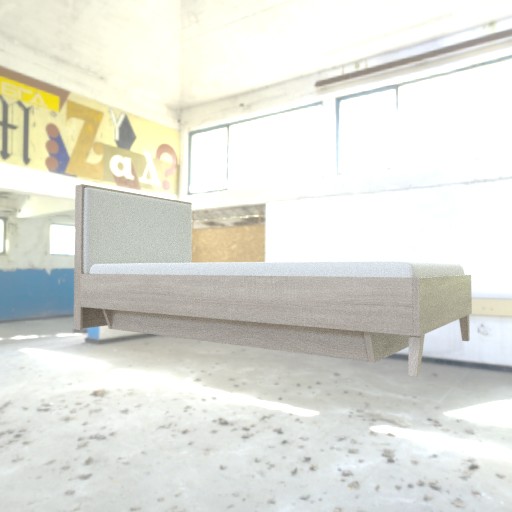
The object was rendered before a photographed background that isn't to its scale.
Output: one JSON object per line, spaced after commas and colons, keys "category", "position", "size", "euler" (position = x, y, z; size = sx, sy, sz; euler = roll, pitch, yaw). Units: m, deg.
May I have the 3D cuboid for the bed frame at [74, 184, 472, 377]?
{"category": "bed frame", "position": [0.000, 0.000, 2.608], "size": [2.140, 0.920, 0.990], "euler": [-1, -2, 36]}
